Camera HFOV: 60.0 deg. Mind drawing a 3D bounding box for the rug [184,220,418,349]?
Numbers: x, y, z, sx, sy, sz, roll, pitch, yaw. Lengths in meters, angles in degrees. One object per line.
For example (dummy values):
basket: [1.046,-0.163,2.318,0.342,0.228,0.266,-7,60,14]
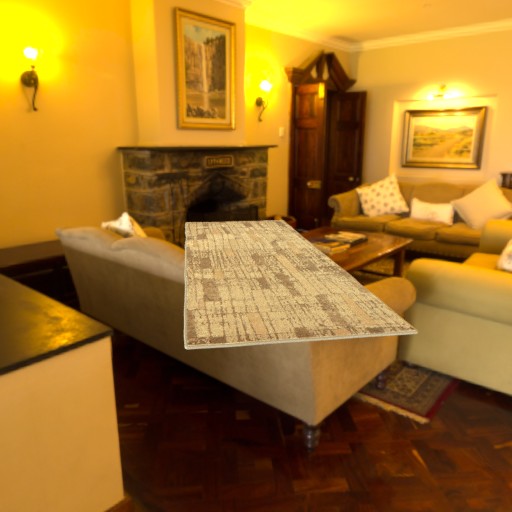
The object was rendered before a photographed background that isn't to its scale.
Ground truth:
rug: [0.000,0.000,2.695,0.857,0.018,2.383,-2,15,-8]
